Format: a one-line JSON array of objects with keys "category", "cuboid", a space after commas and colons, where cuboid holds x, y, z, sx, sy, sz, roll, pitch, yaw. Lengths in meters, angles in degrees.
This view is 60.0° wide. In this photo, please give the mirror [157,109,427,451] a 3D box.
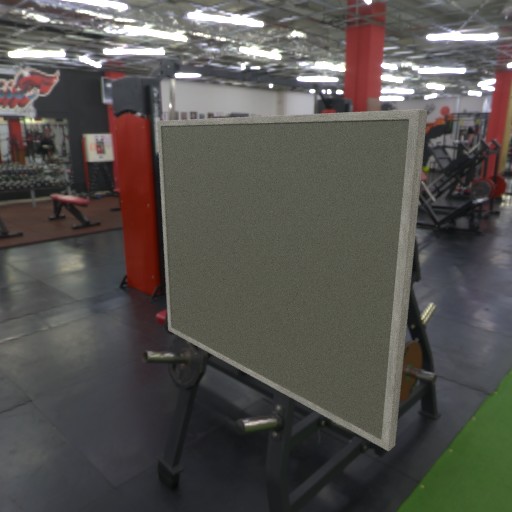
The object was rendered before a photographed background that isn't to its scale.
[{"category": "mirror", "cuboid": [0.000, 0.000, 1.147, 0.028, 0.689, 0.839, -14, 20, -42]}]
